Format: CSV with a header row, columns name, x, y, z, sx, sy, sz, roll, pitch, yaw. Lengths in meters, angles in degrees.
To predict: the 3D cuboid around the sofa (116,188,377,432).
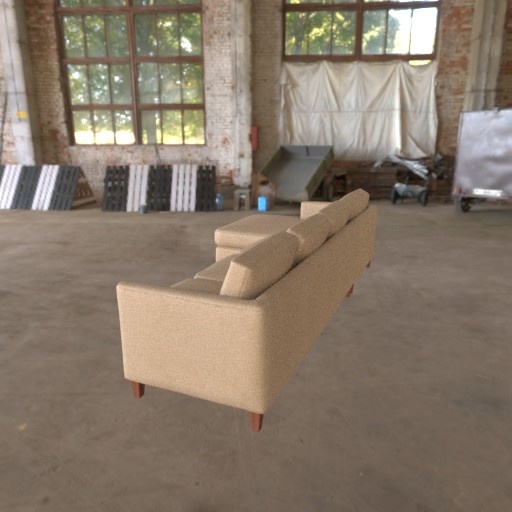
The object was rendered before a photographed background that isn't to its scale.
name,x,y,z,sx,sy,sz,roll,pitch,yaw
sofa,0.000,0.000,3.736,1.502,0.876,3.201,7,17,23
